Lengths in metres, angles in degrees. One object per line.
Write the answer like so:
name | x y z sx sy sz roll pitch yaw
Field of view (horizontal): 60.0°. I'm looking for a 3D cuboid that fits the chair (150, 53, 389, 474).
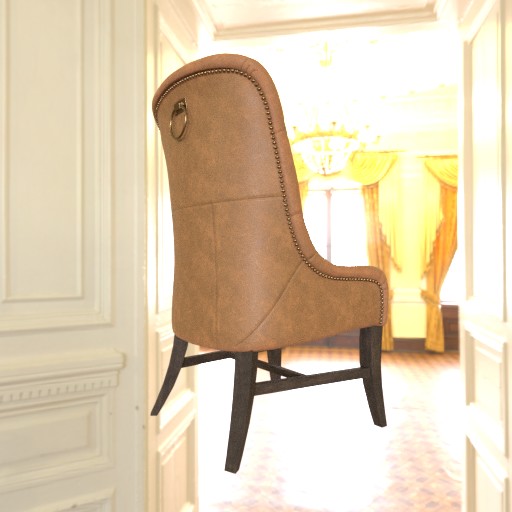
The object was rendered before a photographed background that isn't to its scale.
chair | 0.000 0.000 1.476 0.629 1.091 0.634 0 0 -36
